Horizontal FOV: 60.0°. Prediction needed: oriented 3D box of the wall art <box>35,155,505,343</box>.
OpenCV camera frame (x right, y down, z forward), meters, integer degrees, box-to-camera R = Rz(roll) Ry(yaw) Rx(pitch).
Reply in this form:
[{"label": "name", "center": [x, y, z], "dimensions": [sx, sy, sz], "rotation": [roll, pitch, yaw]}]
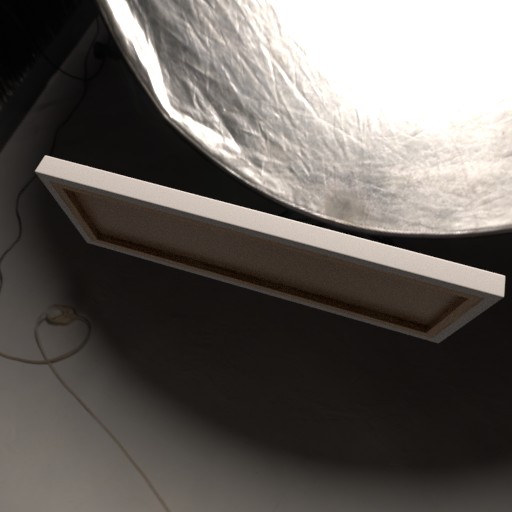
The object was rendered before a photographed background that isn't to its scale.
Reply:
[{"label": "wall art", "center": [0.000, 0.000, 0.814], "dimensions": [0.763, 0.255, 0.038], "rotation": [15, 65, 7]}]
